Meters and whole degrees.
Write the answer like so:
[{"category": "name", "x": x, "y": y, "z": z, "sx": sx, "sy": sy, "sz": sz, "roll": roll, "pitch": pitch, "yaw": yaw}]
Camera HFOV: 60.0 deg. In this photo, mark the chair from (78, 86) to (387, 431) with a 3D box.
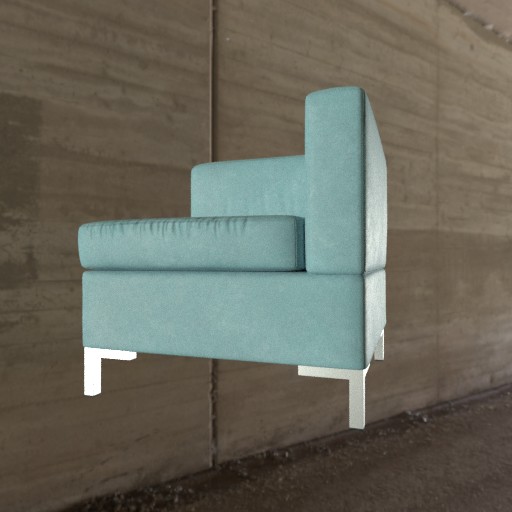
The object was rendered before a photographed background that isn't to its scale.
[{"category": "chair", "x": 0.000, "y": 0.000, "z": 1.221, "sx": 0.680, "sy": 0.660, "sz": 0.680, "roll": 0, "pitch": 0, "yaw": 19}]
